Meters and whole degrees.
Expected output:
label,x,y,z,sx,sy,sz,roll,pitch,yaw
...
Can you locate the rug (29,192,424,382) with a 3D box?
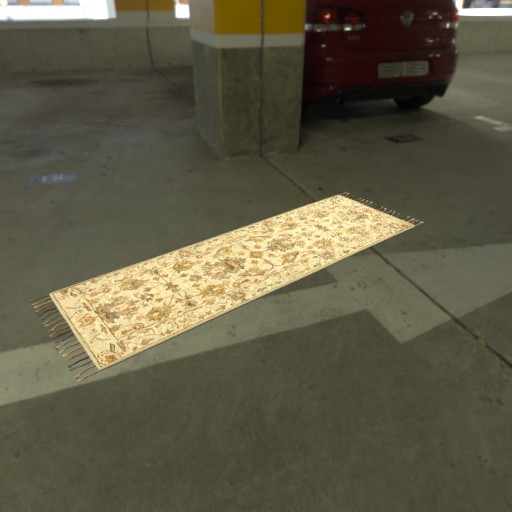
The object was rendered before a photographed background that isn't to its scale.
label,x,y,z,sx,sy,sz,roll,pitch,yaw
rug,0.000,0.000,2.704,2.438,0.021,0.729,-21,36,-32
